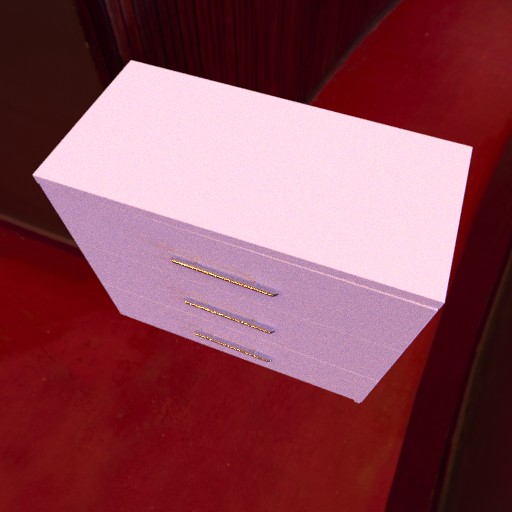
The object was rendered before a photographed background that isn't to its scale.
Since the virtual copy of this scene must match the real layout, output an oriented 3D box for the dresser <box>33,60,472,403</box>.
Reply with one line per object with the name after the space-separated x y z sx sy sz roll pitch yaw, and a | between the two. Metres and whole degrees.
0.000 0.000 1.238 0.830 0.740 0.420 18 60 11 | dresser
